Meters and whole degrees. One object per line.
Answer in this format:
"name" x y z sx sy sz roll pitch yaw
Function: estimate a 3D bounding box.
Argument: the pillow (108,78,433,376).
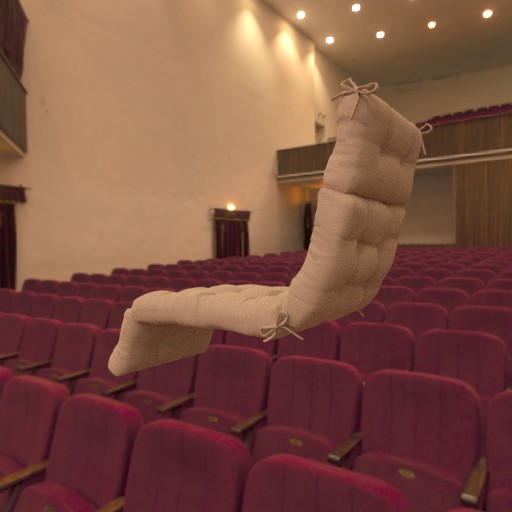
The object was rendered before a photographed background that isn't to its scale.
"pillow" 0.000 0.000 1.494 1.016 0.863 0.526 1 1 36
